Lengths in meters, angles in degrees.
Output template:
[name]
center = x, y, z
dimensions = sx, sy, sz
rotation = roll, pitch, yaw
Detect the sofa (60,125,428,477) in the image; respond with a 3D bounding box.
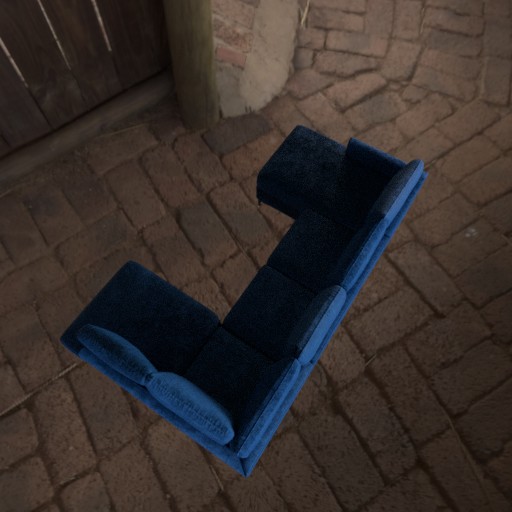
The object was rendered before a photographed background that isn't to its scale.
[sofa]
center = 0.000, 0.000, 4.409
dimensions = 2.055, 0.992, 3.434
rotation = 31, 67, 14
